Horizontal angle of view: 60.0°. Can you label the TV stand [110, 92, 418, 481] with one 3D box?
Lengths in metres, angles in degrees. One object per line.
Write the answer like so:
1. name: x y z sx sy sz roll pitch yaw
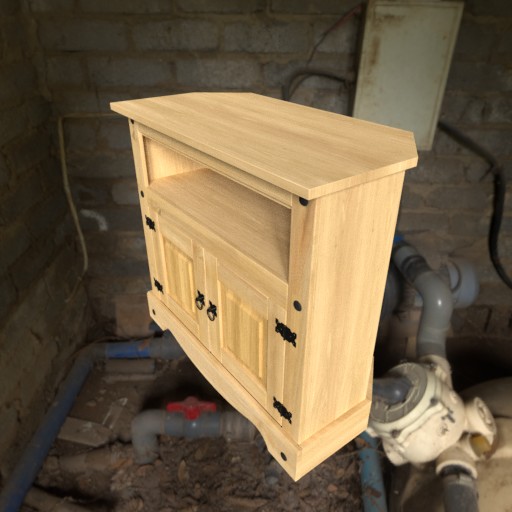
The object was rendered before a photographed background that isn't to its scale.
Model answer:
1. TV stand: 0.000 0.000 1.298 0.425 0.781 0.851 -20 36 -31
